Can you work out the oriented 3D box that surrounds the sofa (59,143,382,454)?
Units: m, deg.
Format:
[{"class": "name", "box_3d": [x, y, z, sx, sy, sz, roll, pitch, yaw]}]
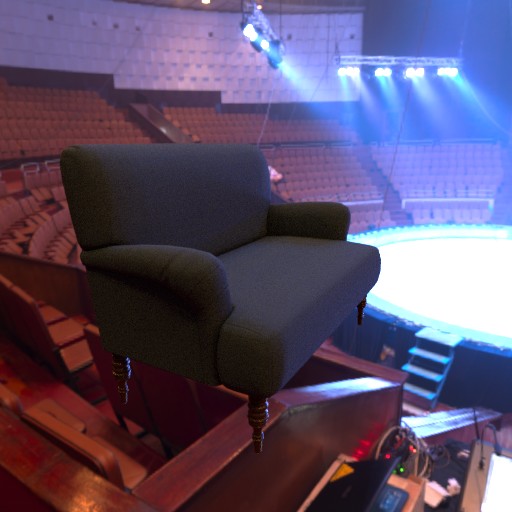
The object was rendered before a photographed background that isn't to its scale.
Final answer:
[{"class": "sofa", "box_3d": [0.000, 0.000, 1.808, 0.779, 0.889, 1.297, 8, 16, 28]}]
